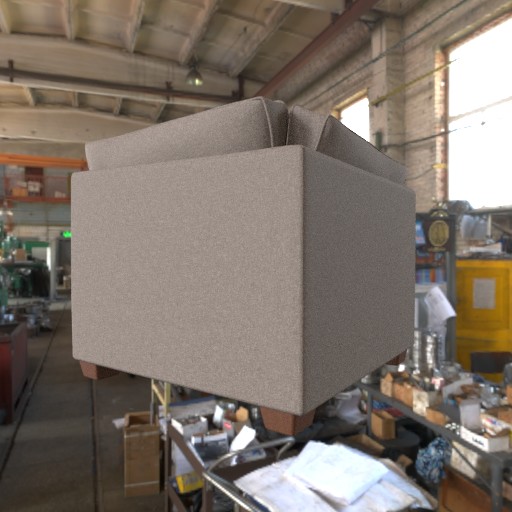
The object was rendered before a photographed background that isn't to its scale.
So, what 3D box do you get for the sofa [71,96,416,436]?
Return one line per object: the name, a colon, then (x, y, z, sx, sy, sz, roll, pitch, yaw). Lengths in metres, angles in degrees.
sofa: (0.000, 0.000, 1.831, 1.042, 0.951, 1.050, 1, 1, 36)
